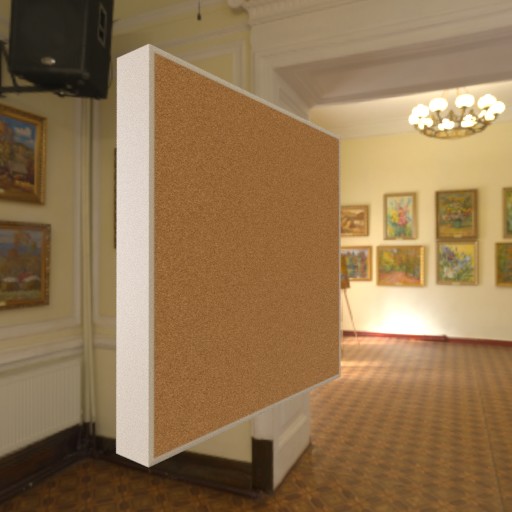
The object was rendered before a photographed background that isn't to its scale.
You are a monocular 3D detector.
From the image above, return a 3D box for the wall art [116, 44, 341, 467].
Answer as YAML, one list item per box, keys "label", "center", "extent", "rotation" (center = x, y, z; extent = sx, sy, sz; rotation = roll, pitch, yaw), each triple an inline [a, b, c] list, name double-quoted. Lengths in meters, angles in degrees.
- label: "wall art"
  center: [0.000, 0.000, 0.451]
  extent: [0.038, 0.304, 0.305]
  rotation: [0, 0, 37]
